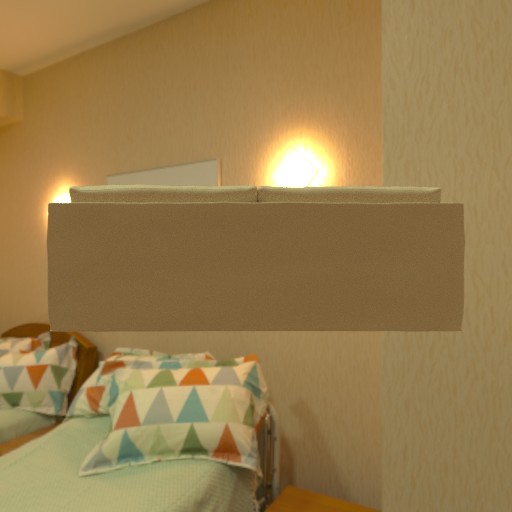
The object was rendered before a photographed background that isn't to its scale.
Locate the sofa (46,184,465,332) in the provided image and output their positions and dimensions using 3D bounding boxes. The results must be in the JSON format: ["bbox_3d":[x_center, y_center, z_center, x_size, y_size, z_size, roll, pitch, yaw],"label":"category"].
[{"bbox_3d":[0.000,0.000,3.406,2.779,0.999,1.036,0,0,0],"label":"sofa"}]
